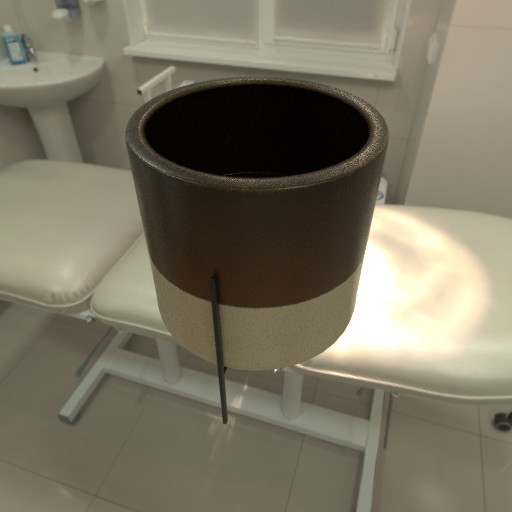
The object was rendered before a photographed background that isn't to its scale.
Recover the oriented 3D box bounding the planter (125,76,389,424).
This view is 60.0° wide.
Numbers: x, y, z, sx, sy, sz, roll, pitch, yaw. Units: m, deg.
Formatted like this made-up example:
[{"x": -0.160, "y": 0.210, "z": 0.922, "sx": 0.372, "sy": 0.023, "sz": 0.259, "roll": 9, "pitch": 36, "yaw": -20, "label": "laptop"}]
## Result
[{"x": 0.000, "y": 0.000, "z": 0.732, "sx": 0.345, "sy": 0.465, "sz": 0.354, "roll": 12, "pitch": 42, "yaw": 13, "label": "planter"}]
